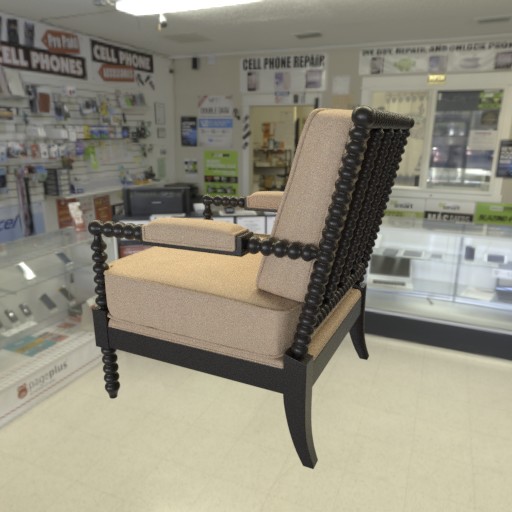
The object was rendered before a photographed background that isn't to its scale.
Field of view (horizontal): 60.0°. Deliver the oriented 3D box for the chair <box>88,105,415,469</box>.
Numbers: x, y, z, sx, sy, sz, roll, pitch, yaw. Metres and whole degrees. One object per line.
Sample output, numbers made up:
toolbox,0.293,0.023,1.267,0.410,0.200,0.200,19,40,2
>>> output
chair,0.000,0.000,1.138,0.657,0.703,0.555,7,17,25
